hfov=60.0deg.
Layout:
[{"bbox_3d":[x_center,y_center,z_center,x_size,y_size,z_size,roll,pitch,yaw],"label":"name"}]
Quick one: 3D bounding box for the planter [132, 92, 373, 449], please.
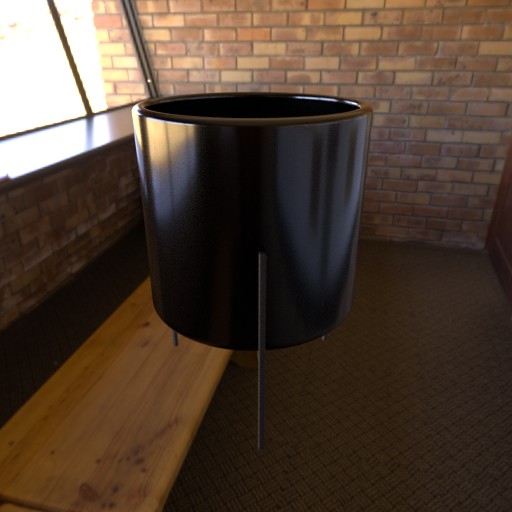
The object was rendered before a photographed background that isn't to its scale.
[{"bbox_3d":[0.000,0.000,0.656,0.310,0.432,0.310,-8,27,-17],"label":"planter"}]
